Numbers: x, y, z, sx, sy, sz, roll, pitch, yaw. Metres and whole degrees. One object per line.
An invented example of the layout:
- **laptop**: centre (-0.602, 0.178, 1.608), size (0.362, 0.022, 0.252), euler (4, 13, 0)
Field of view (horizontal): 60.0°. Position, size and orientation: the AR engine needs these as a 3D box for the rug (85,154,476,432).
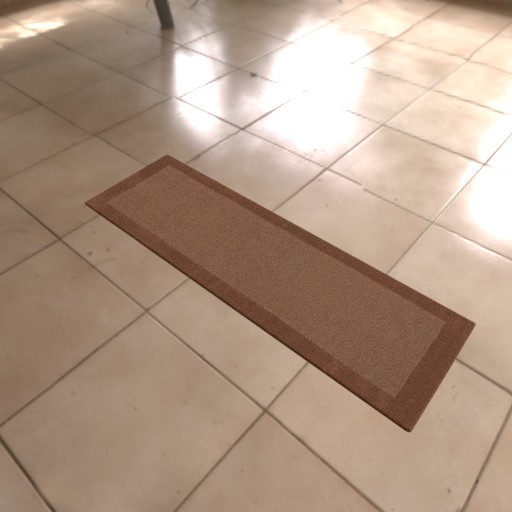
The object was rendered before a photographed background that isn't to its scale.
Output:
- **rug**: centre (0.000, 0.000, 2.702), size (2.439, 0.017, 0.764), euler (32, 54, 26)
